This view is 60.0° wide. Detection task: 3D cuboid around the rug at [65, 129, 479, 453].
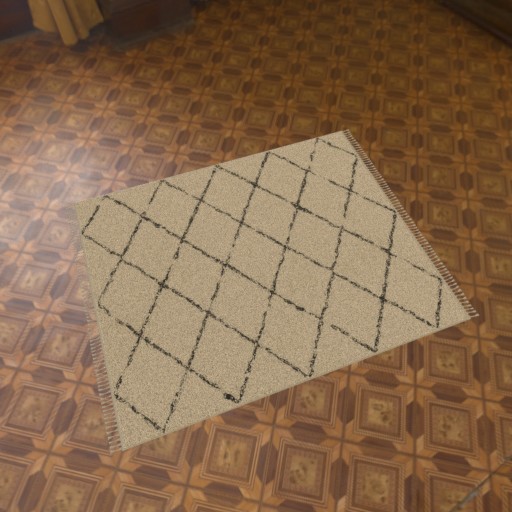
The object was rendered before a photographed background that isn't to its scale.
[{"bbox_3d":[0.000,0.000,3.969,3.051,0.013,2.380,-17,59,-11],"label":"rug"}]
